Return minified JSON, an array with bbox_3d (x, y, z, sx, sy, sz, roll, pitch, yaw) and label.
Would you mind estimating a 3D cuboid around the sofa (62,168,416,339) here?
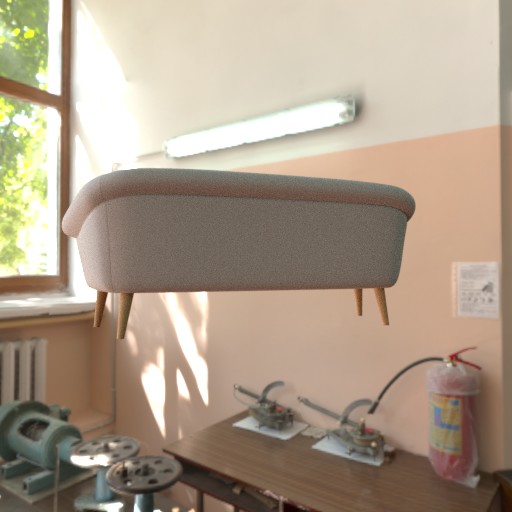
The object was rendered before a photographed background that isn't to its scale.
[{"bbox_3d":[0.000,0.000,2.607,2.160,0.795,0.827,0,-1,-19],"label":"sofa"}]
